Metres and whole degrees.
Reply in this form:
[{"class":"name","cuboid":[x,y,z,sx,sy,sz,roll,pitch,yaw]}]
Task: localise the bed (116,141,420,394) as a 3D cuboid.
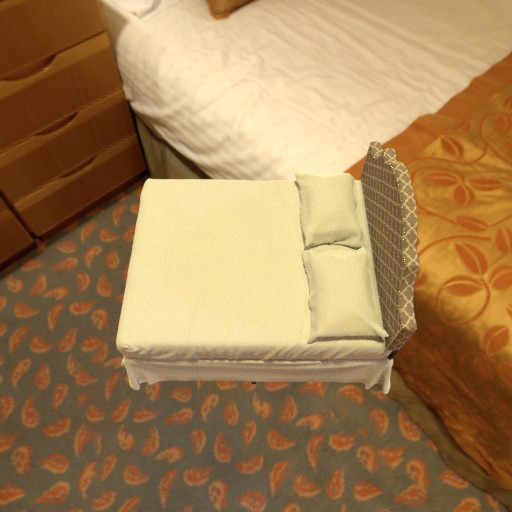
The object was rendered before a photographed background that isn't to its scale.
[{"class":"bed","cuboid":[0.000,0.000,3.457,2.222,1.633,1.780,0,59,0]}]
